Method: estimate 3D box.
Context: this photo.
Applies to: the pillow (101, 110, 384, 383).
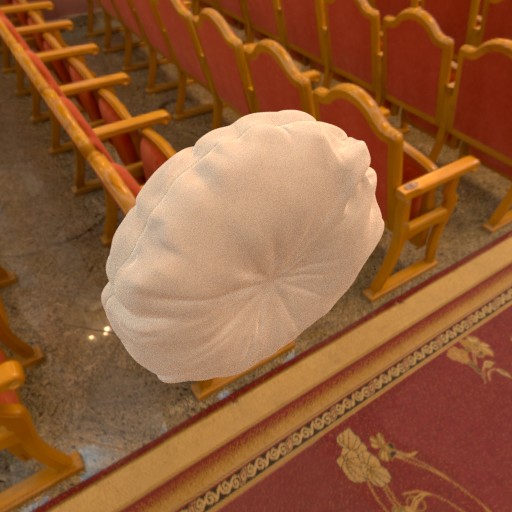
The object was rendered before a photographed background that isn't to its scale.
[{"bbox_3d":[0.000,0.000,0.628,0.428,0.407,0.148,-25,51,-22],"label":"pillow"}]
